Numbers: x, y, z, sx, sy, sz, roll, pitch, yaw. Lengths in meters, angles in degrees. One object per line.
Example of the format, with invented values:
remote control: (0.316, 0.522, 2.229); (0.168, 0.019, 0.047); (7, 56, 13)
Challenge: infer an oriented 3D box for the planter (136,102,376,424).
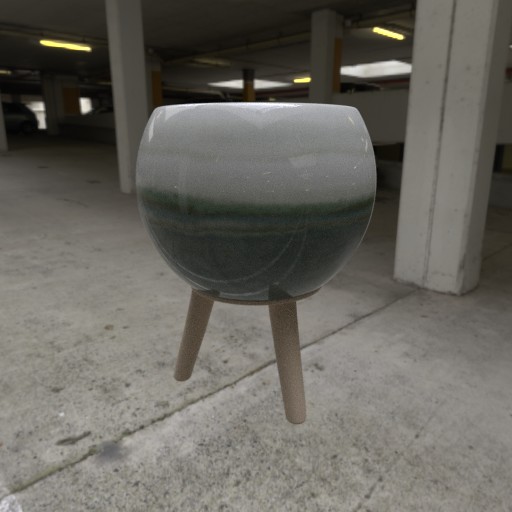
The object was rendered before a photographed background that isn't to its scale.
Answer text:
planter: (0.000, 0.000, 0.441); (0.222, 0.278, 0.222); (0, 15, 0)
